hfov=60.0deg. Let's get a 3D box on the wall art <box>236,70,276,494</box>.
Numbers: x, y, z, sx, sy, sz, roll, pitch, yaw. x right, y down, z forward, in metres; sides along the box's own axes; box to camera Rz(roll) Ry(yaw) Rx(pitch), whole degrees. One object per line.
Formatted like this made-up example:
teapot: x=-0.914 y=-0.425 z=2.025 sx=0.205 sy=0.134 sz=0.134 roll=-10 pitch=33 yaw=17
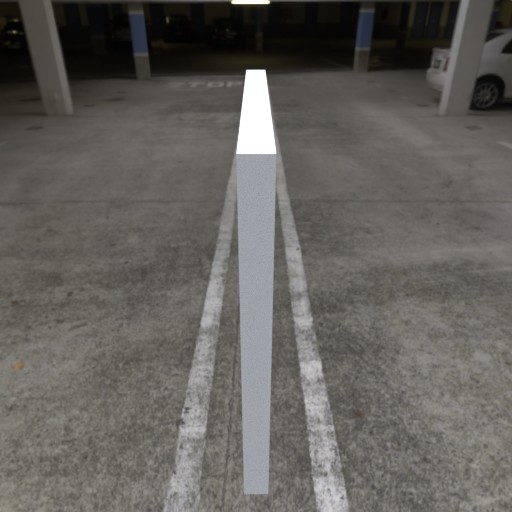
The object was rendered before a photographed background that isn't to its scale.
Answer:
wall art: x=0.000 y=0.000 z=0.737 sx=0.035 sy=0.507 sz=0.508 roll=0 pitch=30 yaw=0
